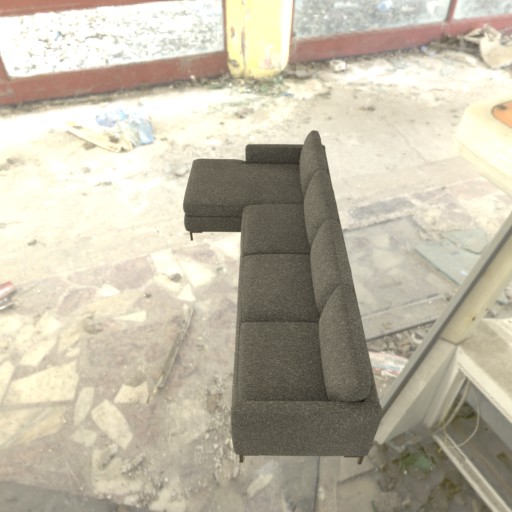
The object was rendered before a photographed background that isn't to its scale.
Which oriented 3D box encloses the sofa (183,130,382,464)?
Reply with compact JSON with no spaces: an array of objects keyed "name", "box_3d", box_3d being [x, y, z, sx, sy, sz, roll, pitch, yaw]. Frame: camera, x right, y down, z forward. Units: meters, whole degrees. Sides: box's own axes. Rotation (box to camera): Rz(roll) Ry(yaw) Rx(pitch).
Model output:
[{"name":"sofa","box_3d":[0.000,0.000,3.480,1.350,0.810,2.932,0,42,0]}]
